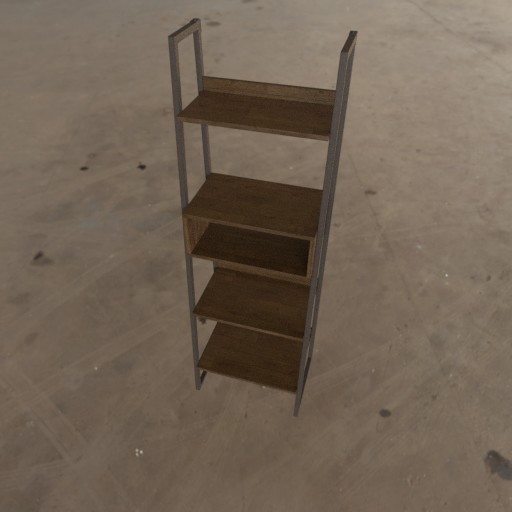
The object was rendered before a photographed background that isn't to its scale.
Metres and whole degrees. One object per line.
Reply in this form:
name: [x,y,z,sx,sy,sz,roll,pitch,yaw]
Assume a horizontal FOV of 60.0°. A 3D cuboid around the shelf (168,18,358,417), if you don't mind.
shelf: [0.000,0.000,2.206,0.652,2.005,0.454,11,42,12]
